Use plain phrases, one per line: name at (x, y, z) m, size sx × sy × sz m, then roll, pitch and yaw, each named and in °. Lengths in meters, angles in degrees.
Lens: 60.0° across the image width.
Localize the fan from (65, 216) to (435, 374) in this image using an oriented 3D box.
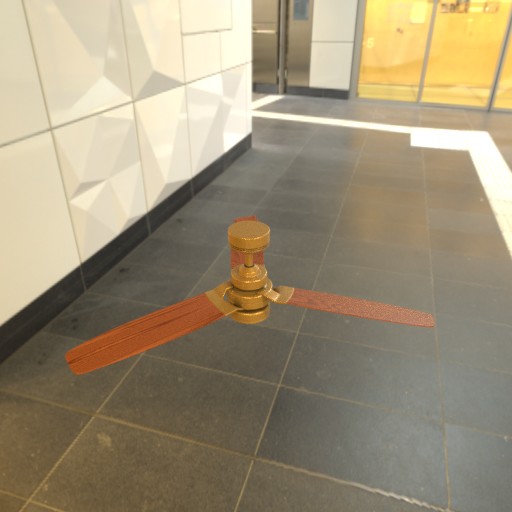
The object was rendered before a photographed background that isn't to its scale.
fan at (0.000, 0.000, 2.061) m, size 1.416 × 0.425 × 1.271 m, roll -1°, pitch 29°, yaw -2°
